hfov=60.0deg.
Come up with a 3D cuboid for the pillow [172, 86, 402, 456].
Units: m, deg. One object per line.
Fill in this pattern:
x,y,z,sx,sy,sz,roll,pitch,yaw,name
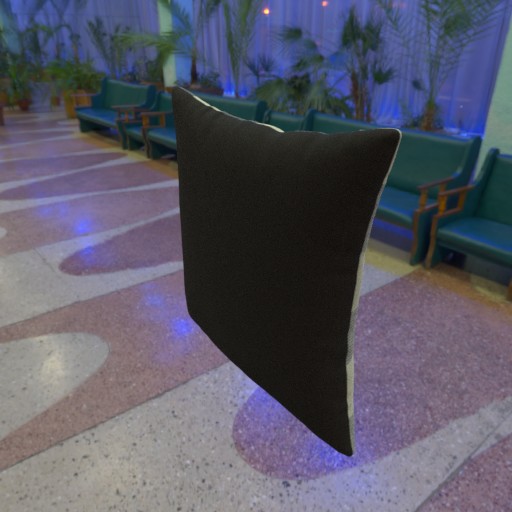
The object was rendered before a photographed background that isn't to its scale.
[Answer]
0.000,0.000,0.766,0.161,0.509,0.511,-19,33,-32,pillow
